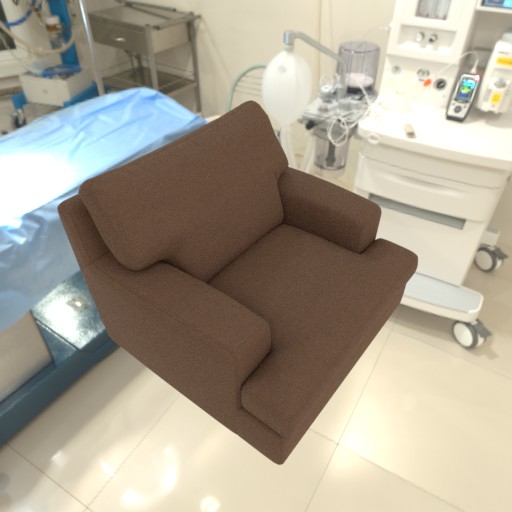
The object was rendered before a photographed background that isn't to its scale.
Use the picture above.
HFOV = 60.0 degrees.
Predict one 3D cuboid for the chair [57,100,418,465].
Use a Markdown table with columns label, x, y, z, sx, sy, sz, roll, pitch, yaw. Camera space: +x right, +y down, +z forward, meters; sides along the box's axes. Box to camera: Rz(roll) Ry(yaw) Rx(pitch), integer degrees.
| label | x | y | z | sx | sy | sz | roll | pitch | yaw |
| --- | --- | --- | --- | --- | --- | --- | --- | --- | --- |
| chair | 0.000 | 0.000 | 1.991 | 1.143 | 0.940 | 1.168 | 27 | 48 | 28 |
